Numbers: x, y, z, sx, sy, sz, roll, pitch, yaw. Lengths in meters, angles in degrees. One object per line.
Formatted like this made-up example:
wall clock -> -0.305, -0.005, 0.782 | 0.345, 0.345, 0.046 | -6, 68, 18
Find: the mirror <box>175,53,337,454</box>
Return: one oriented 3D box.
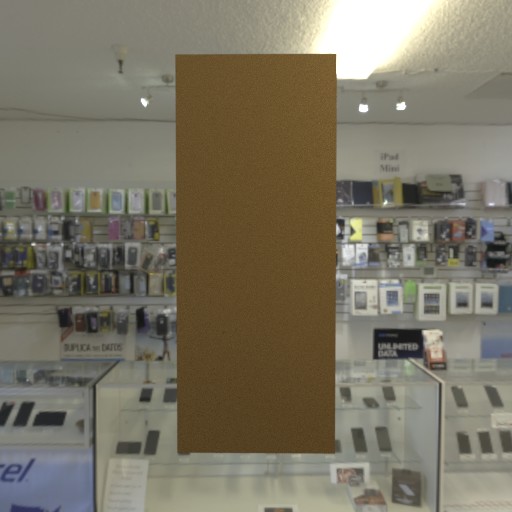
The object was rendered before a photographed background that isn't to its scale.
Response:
mirror -> 0.000, 0.000, 2.267 | 0.812, 2.031, 0.025 | 0, 2, 1
